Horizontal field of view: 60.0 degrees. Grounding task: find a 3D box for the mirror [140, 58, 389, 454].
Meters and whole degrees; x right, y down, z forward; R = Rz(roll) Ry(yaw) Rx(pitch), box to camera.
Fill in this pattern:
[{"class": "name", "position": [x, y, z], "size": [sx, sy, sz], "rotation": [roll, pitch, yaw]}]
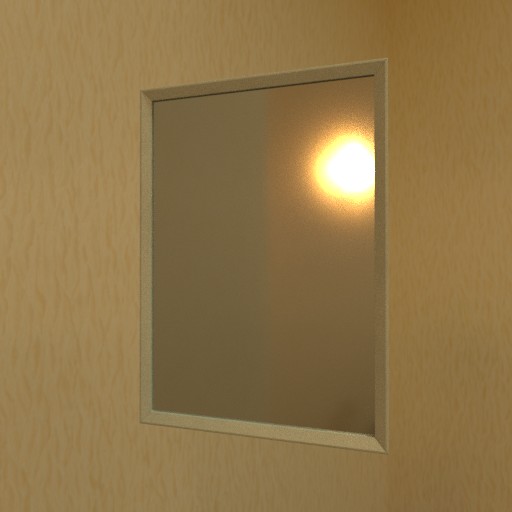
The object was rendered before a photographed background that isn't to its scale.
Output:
[{"class": "mirror", "position": [0.000, 0.000, 0.887], "size": [0.507, 0.710, 0.039], "rotation": [0, 0, 17]}]
